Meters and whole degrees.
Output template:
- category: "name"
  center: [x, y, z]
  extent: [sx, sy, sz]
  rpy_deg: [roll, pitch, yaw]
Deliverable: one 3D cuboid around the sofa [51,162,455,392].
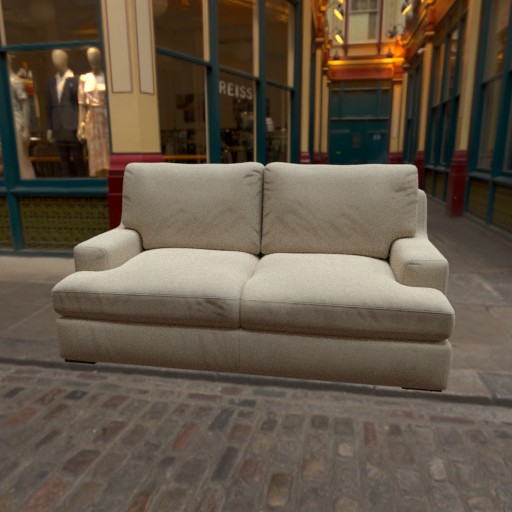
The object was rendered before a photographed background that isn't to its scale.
- category: "sofa"
  center: [0.000, 0.000, 2.386]
  extent: [1.885, 0.967, 0.962]
  rpy_deg: [2, 14, 9]
